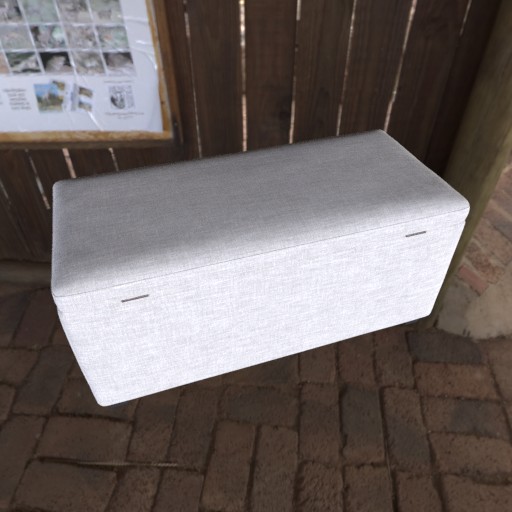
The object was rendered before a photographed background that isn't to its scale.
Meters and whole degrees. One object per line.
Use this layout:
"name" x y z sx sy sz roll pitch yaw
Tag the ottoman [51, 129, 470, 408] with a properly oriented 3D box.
"ottoman" 0.000 0.000 1.134 0.902 0.432 0.419 -12 43 -14
